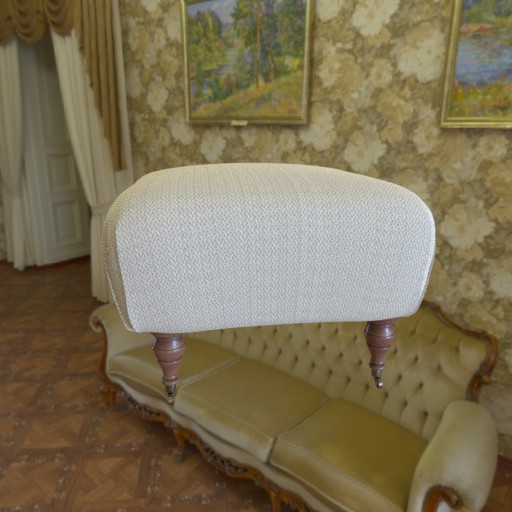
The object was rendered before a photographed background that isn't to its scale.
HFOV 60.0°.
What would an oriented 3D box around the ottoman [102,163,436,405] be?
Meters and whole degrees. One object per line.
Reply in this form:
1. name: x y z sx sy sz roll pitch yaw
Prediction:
1. ottoman: 0.000 0.000 1.109 0.622 0.447 0.684 -2 16 -7
